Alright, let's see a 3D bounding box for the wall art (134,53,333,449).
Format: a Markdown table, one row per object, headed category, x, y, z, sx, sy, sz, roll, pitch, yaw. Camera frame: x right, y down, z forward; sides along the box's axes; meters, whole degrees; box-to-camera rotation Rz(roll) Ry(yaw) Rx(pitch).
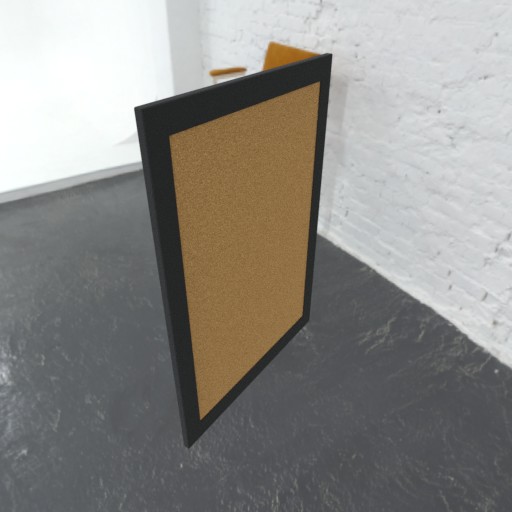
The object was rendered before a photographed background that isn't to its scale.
| category | x | y | z | sx | sy | sz | roll | pitch | yaw |
| --- | --- | --- | --- | --- | --- | --- | --- | --- | --- |
| wall art | 0.000 | 0.000 | 0.684 | 0.012 | 0.529 | 0.374 | 22 | 39 | 29 |
